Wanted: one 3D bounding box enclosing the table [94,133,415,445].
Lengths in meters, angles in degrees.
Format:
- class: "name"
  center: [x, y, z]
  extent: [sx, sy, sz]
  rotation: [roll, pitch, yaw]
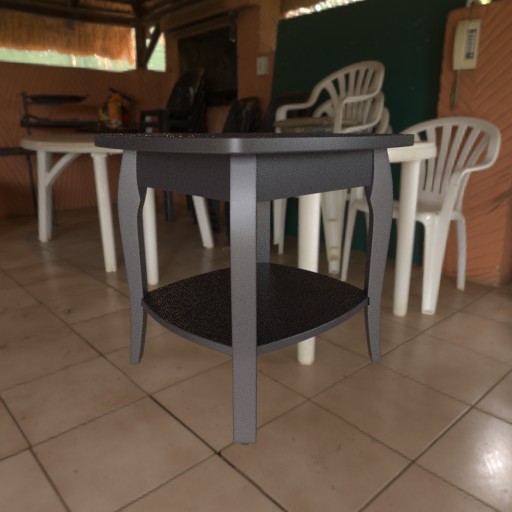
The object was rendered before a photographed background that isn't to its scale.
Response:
- class: "table"
  center: [0.000, 0.000, 0.862]
  extent: [0.508, 0.457, 0.457]
  rotation: [-15, 21, -41]
